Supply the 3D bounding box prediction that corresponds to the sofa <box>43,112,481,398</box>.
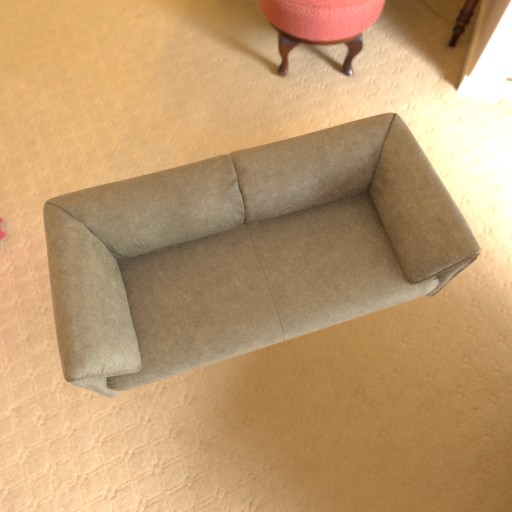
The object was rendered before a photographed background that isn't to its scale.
[{"bbox_3d":[0.000,0.000,2.313,1.878,0.747,0.905,-16,65,-8],"label":"sofa"}]
